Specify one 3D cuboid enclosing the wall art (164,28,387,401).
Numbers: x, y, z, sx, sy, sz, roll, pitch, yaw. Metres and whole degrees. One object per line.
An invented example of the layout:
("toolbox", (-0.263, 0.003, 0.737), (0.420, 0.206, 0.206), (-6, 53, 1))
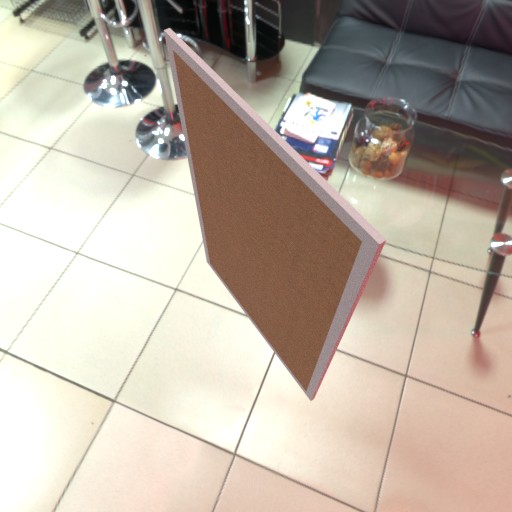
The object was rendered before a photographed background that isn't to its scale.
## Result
("wall art", (0.000, 0.000, 1.213), (0.015, 0.965, 0.660), (-31, 63, -17))
